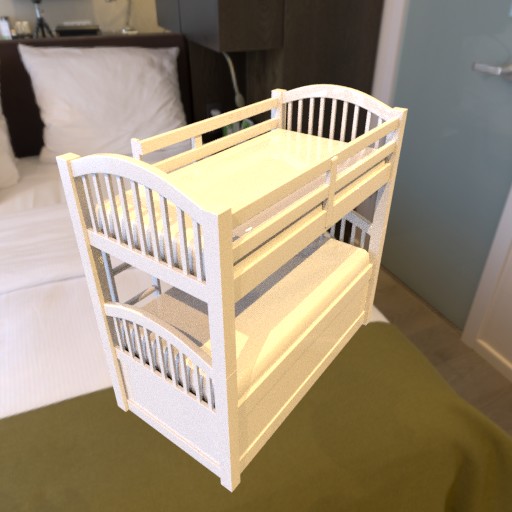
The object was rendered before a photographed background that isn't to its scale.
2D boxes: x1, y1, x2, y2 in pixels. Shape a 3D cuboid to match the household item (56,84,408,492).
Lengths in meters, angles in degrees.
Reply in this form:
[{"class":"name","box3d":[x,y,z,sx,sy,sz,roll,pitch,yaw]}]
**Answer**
[{"class":"household item","box3d":[0.000,0.000,3.197,1.143,2.032,2.032,22,38,30]}]
